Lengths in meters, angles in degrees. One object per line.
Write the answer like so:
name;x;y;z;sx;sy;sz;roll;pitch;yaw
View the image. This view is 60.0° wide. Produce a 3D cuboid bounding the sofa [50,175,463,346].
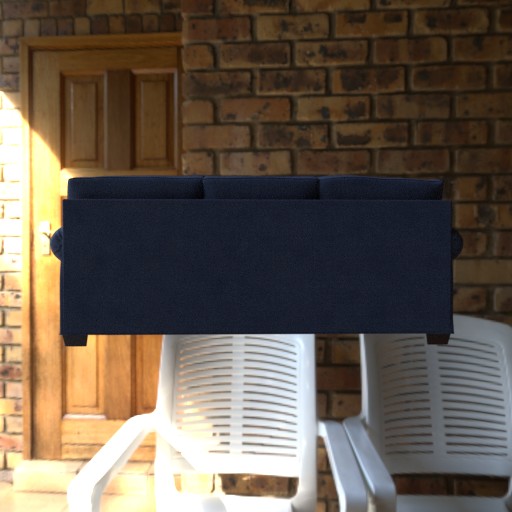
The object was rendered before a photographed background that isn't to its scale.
sofa;0.000;0.000;3.529;2.567;1.063;1.780;0;1;-1
